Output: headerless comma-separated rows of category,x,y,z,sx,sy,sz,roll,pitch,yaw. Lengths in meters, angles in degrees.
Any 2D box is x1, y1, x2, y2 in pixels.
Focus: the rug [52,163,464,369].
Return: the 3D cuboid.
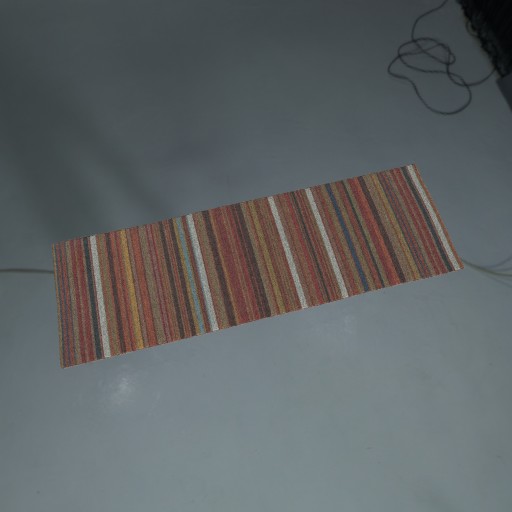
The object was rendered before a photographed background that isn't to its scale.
rug,0.000,0.000,2.742,2.444,0.030,0.799,-13,67,-6
